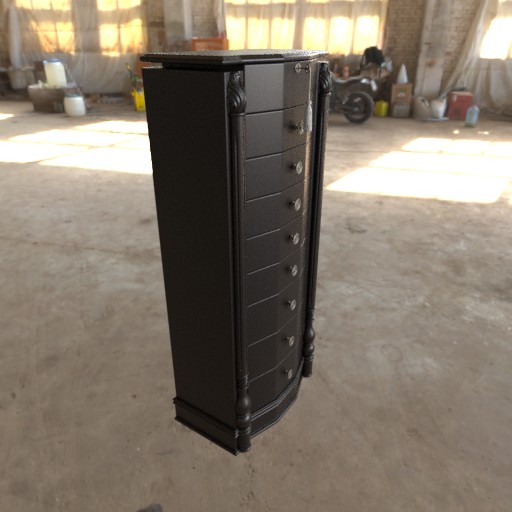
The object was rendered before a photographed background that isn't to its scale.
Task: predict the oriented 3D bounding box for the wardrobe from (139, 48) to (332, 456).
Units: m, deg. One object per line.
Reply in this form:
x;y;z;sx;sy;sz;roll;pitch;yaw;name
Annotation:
0.000;0.000;1.208;0.295;1.011;0.444;17;31;30;wardrobe
